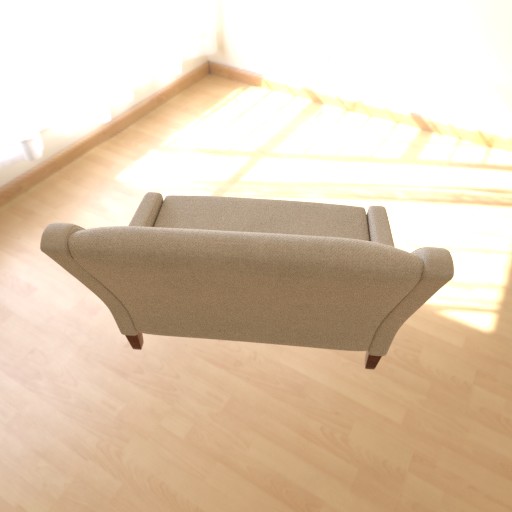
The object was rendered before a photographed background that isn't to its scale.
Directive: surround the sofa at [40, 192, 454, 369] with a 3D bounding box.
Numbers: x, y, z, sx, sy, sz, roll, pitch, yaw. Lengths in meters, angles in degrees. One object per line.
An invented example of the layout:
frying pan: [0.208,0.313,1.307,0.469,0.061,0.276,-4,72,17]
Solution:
sofa: [0.000,0.000,1.920,1.212,0.976,0.946,4,46,4]
